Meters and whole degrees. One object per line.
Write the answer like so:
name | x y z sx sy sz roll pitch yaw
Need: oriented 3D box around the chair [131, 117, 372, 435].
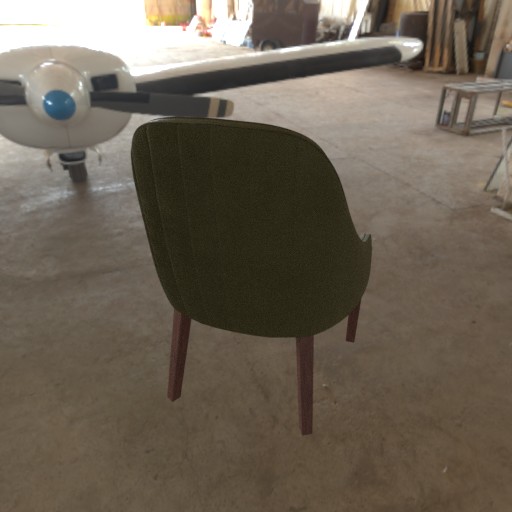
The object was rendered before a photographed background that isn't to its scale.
chair | 0.000 0.000 1.283 0.643 0.889 0.575 9 31 15
